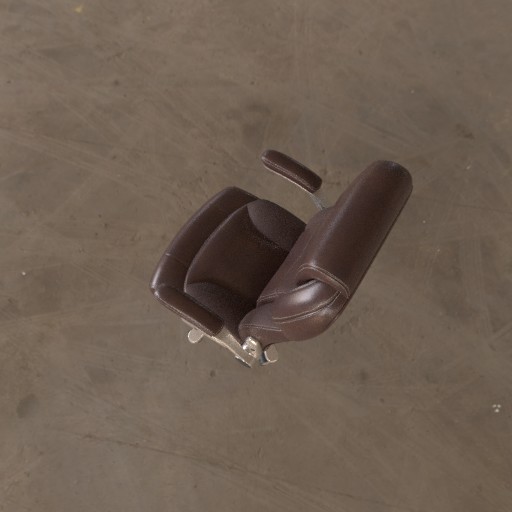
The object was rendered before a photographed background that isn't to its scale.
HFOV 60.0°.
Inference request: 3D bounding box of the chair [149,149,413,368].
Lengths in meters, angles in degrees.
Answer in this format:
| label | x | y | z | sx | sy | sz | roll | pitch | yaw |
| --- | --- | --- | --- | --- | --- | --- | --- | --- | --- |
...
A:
| label | x | y | z | sx | sy | sz | roll | pitch | yaw |
| --- | --- | --- | --- | --- | --- | --- | --- | --- | --- |
| chair | 0.000 | 0.000 | 1.666 | 0.774 | 1.160 | 0.733 | 30 | 67 | 14 |
